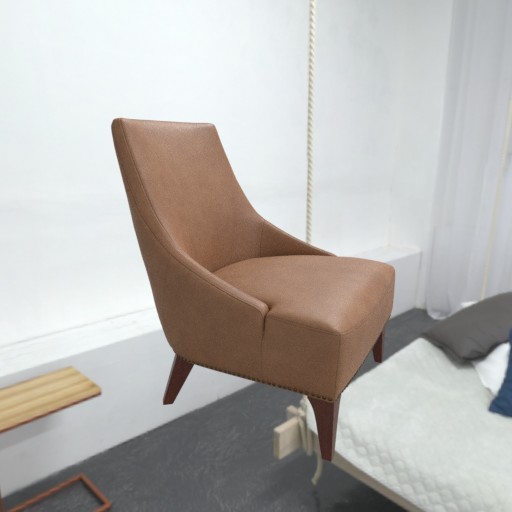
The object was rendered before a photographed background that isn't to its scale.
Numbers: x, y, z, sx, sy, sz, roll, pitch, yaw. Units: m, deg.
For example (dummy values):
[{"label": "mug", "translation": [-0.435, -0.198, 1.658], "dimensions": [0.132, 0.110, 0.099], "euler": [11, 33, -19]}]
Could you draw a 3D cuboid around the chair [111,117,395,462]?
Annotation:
[{"label": "chair", "translation": [0.000, 0.000, 1.527], "dimensions": [0.861, 0.909, 0.701], "euler": [7, 16, 27]}]
